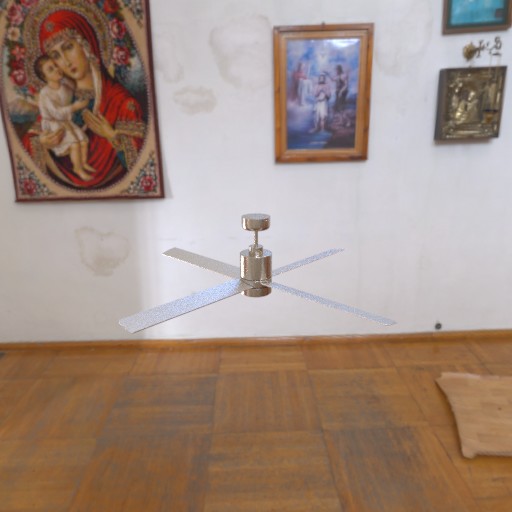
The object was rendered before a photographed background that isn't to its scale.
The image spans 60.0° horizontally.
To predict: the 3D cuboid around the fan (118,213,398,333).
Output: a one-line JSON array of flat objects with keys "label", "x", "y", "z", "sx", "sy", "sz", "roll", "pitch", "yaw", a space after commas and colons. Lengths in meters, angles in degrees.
[{"label": "fan", "x": 0.000, "y": 0.000, "z": 1.948, "sx": 1.322, "sy": 0.355, "sz": 1.322, "roll": 16, "pitch": 23, "yaw": 41}]
